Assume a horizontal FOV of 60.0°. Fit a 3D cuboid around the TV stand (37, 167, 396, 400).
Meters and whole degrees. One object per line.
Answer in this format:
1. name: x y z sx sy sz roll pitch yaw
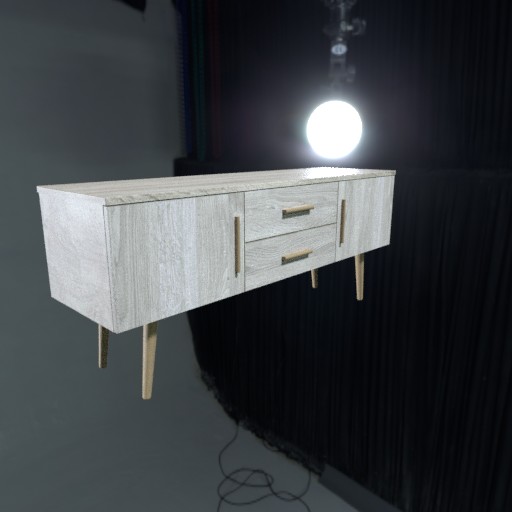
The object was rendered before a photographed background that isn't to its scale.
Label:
1. TV stand: 0.000 0.000 1.601 0.401 0.565 1.313 13 20 42
